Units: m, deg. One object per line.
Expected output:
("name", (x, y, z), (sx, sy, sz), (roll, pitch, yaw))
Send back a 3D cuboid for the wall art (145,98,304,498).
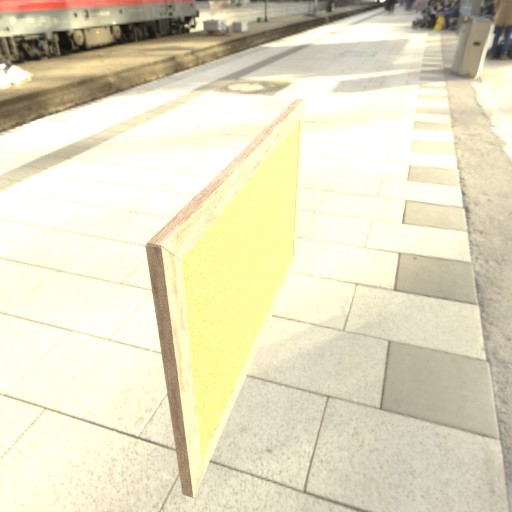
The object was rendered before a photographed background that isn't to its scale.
("wall art", (0.000, 0.000, 0.929), (0.021, 0.480, 0.780), (9, 32, 14))
